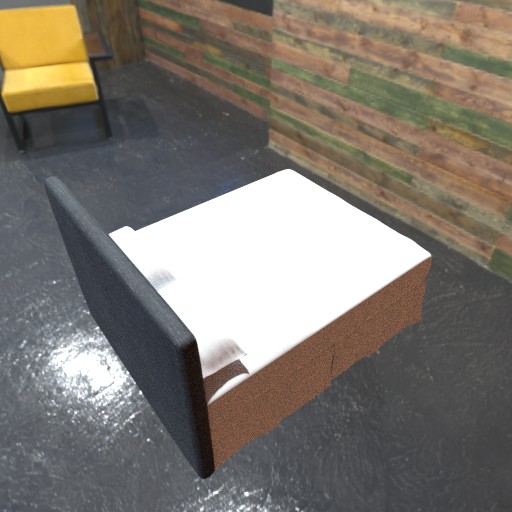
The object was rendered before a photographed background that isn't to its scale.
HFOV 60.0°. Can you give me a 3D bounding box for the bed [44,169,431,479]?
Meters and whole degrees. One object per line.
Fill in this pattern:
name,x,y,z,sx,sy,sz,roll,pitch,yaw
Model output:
bed,0.000,0.000,3.169,2.142,1.330,1.723,-27,48,-28
